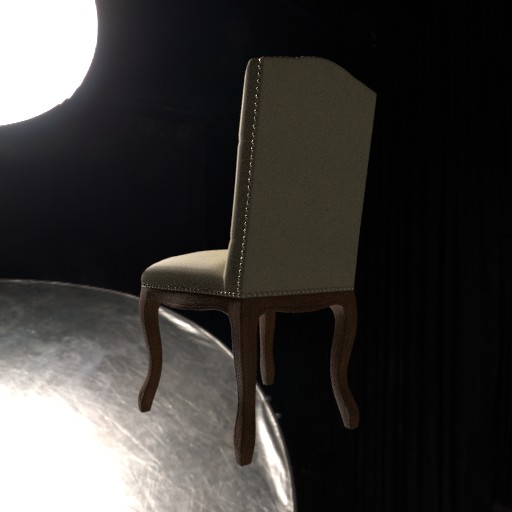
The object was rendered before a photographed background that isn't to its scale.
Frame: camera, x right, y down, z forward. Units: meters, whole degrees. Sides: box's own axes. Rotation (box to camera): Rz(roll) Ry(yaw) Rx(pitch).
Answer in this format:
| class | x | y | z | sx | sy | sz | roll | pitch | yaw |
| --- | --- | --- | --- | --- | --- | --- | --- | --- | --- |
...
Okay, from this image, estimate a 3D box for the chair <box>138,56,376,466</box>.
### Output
| class | x | y | z | sx | sy | sz | roll | pitch | yaw |
| --- | --- | --- | --- | --- | --- | --- | --- | --- | --- |
| chair | 0.000 | 0.000 | 1.578 | 0.623 | 1.165 | 0.715 | 0 | 1 | -36 |
